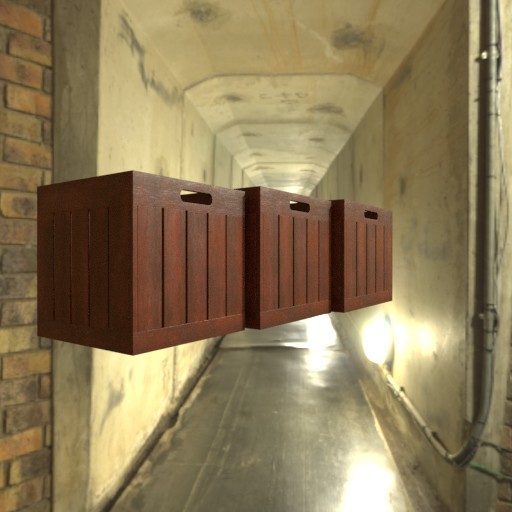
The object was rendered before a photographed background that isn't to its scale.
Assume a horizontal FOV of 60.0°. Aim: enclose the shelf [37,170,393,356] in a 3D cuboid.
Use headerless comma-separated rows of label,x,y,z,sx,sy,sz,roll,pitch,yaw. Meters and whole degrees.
shelf,0.000,0.000,1.213,0.393,0.311,1.064,0,0,36
